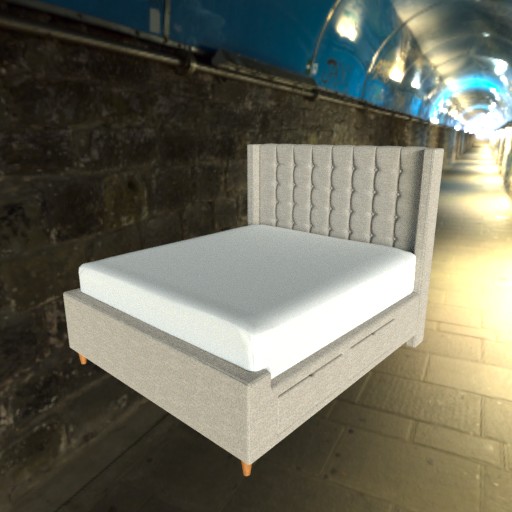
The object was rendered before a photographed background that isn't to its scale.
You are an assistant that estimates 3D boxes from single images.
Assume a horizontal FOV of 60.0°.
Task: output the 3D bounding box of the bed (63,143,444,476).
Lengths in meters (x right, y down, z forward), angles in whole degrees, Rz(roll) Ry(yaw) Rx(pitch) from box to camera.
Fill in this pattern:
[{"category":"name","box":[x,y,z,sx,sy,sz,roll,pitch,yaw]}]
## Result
[{"category":"bed","box":[0.000,0.000,3.677,2.044,1.748,2.372,14,20,40]}]
